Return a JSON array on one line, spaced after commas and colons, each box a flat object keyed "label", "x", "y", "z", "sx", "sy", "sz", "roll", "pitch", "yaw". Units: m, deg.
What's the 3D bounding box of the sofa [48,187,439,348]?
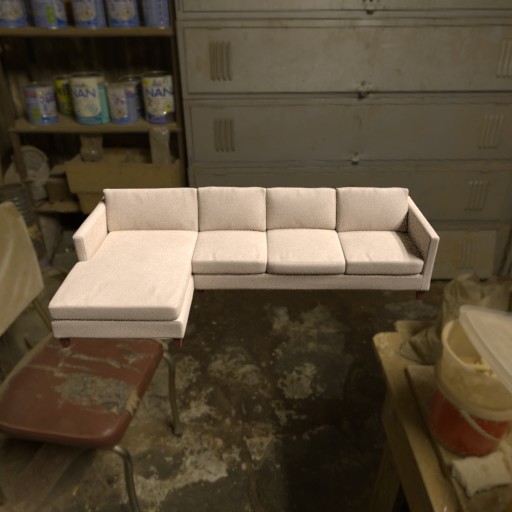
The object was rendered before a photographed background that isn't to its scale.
[{"label": "sofa", "x": 0.000, "y": 0.000, "z": 4.033, "sx": 3.186, "sy": 0.846, "sz": 1.625, "roll": 0, "pitch": 30, "yaw": 0}]
